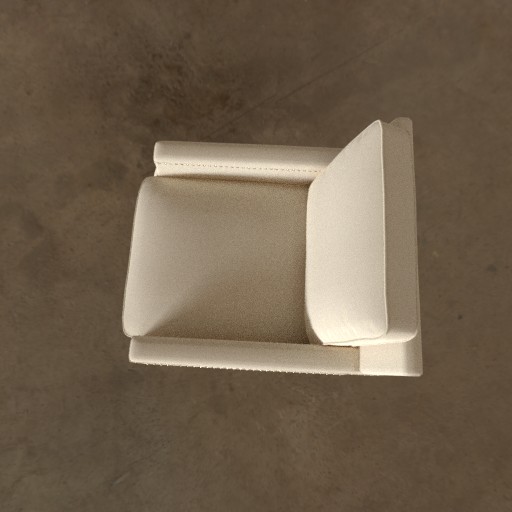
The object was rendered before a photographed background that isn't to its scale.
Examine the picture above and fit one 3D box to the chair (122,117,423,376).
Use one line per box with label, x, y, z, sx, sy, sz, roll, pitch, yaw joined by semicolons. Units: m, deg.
chair;0.000;0.000;1.709;1.014;0.943;0.853;3;75;1
